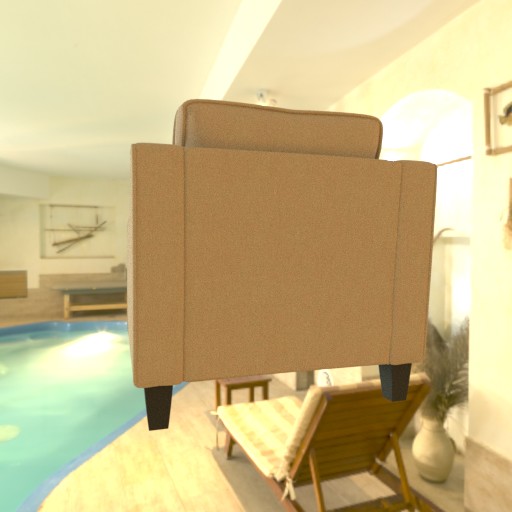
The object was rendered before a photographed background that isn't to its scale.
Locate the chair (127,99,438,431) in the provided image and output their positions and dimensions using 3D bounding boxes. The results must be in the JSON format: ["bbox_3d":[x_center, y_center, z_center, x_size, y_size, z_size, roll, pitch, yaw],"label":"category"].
[{"bbox_3d":[0.000,0.000,1.667,0.922,0.948,0.882,0,1,-17],"label":"chair"}]
